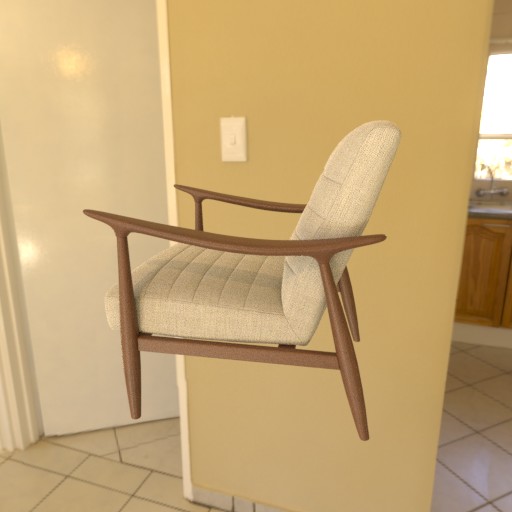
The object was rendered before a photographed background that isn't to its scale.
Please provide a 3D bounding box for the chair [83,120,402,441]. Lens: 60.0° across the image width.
[{"bbox_3d":[0.000,0.000,1.450,0.798,0.832,0.741,3,15,10],"label":"chair"}]
